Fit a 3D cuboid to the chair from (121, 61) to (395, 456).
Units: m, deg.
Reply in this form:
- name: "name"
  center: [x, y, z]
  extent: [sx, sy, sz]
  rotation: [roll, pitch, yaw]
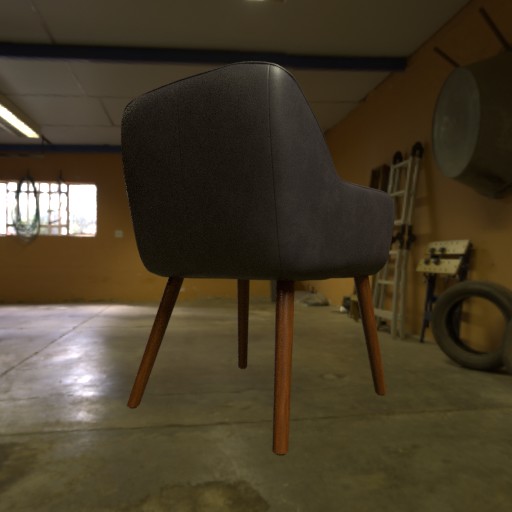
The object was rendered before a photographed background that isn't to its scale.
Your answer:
- name: "chair"
  center: [0.000, 0.000, 1.263]
  extent: [0.610, 0.828, 0.610]
  rotation: [0, 0, 36]
